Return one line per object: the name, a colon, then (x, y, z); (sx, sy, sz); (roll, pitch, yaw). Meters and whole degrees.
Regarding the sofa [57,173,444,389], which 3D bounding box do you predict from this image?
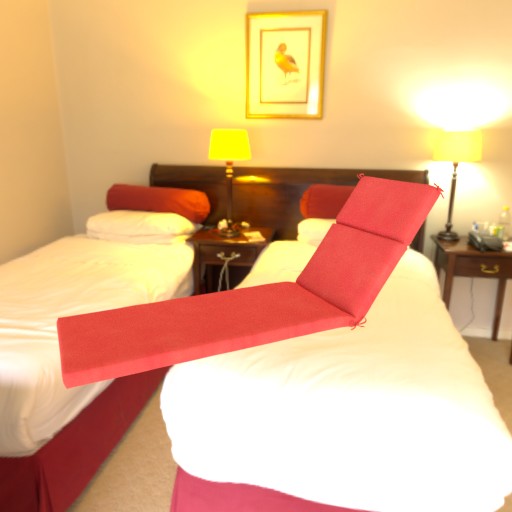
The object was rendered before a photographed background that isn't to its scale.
sofa: (0.000, 0.000, 1.961); (1.663, 0.622, 0.582); (-7, 17, -25)
